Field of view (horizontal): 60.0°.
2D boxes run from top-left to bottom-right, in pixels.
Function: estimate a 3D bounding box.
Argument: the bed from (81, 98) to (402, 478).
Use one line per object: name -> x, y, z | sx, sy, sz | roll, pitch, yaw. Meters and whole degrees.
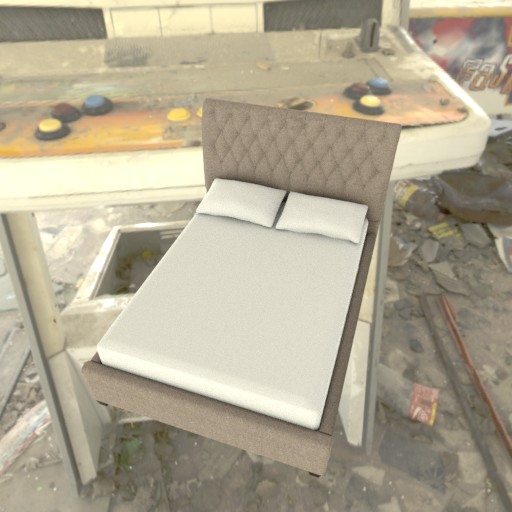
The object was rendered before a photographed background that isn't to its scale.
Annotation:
bed -> 0.000, 0.000, 3.273 | 1.645, 1.371, 2.252 | 13, 43, 14
